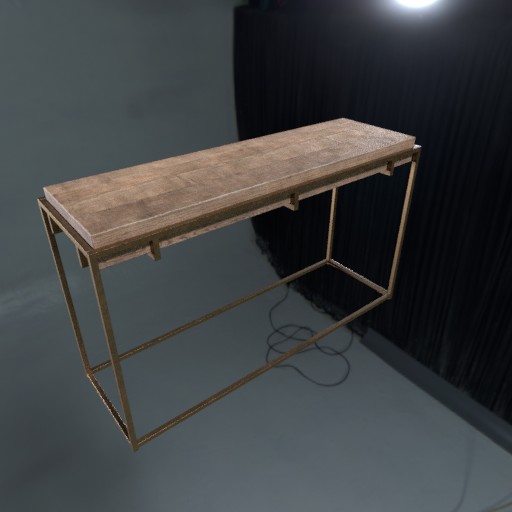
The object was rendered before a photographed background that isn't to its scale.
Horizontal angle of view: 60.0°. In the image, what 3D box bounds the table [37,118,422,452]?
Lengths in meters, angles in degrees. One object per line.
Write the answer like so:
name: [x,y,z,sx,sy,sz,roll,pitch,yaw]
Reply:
table: [0.000,0.000,1.804,1.400,0.820,0.440,-22,38,-32]
